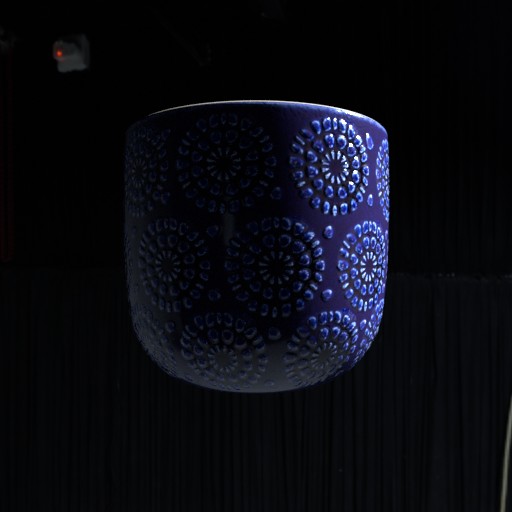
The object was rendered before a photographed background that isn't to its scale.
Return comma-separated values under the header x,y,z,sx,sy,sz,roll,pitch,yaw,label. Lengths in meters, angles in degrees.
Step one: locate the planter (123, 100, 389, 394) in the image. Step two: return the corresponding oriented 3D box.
x,y,z,sx,sy,sz,roll,pitch,yaw,label
0.000,0.000,0.288,0.165,0.149,0.165,0,1,0,planter
